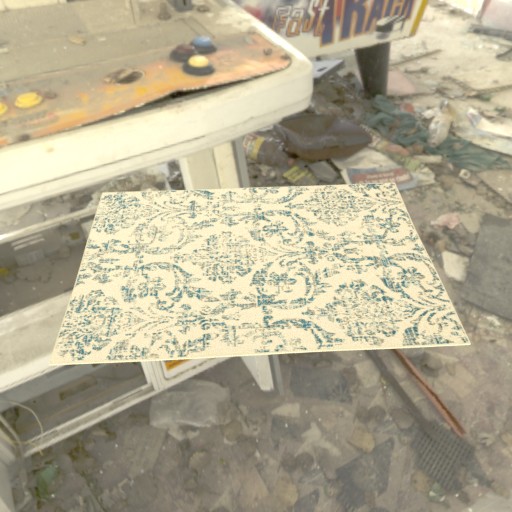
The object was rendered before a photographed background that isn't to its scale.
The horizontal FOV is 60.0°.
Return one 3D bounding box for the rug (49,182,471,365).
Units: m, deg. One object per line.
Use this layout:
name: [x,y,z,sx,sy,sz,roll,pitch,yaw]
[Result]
rug: [0.000,0.000,2.344,1.831,0.012,1.213,-2,45,-2]
